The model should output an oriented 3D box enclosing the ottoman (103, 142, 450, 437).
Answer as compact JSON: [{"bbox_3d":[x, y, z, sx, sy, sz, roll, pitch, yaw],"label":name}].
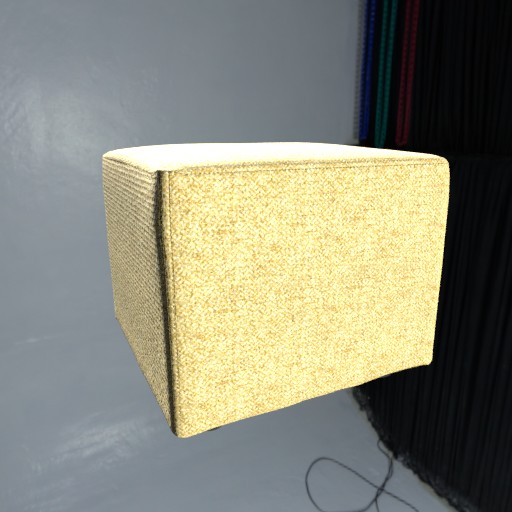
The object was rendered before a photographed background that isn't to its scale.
[{"bbox_3d":[0.000,0.000,0.897,0.512,0.441,0.505,-8,17,-26],"label":"ottoman"}]
